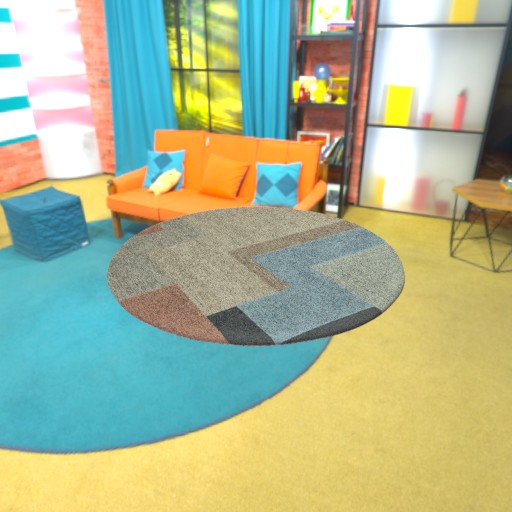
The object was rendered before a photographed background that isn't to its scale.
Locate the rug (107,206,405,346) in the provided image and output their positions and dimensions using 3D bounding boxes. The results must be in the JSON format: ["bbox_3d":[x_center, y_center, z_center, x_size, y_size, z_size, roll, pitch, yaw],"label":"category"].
[{"bbox_3d":[0.000,0.000,3.819,2.461,0.033,2.461,0,26,0],"label":"rug"}]
